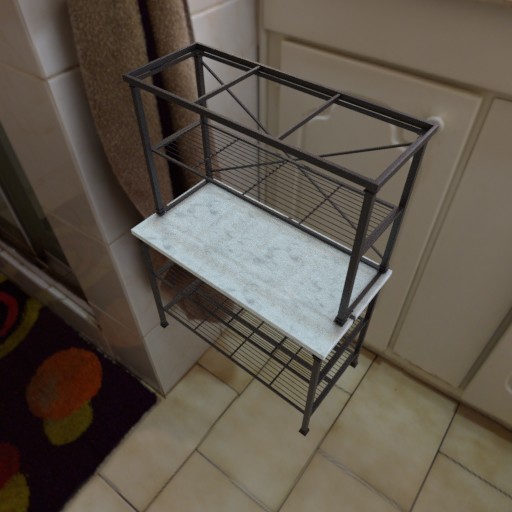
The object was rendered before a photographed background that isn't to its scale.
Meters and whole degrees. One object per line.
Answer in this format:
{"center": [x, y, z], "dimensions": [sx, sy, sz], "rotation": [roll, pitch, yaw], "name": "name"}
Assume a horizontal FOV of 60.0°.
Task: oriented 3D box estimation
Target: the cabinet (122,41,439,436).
{"center": [0.000, 0.000, 2.271], "dimensions": [1.210, 1.659, 0.610], "rotation": [30, 54, 26], "name": "cabinet"}
